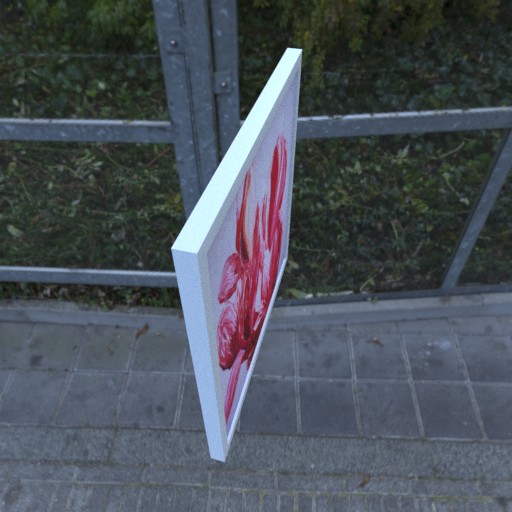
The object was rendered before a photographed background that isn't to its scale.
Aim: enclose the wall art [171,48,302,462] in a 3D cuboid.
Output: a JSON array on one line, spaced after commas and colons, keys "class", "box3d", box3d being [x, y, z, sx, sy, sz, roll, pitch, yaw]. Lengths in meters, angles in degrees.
[{"class": "wall art", "box3d": [0.000, 0.000, 0.680, 0.023, 0.453, 0.455, 11, 46, 11]}]
